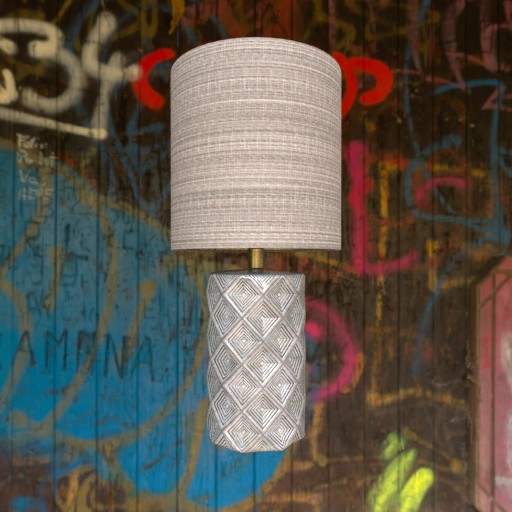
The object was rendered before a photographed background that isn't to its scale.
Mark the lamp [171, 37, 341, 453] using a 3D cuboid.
[{"bbox_3d":[0.000,0.000,0.708,0.268,0.566,0.269,1,-1,-36],"label":"lamp"}]
